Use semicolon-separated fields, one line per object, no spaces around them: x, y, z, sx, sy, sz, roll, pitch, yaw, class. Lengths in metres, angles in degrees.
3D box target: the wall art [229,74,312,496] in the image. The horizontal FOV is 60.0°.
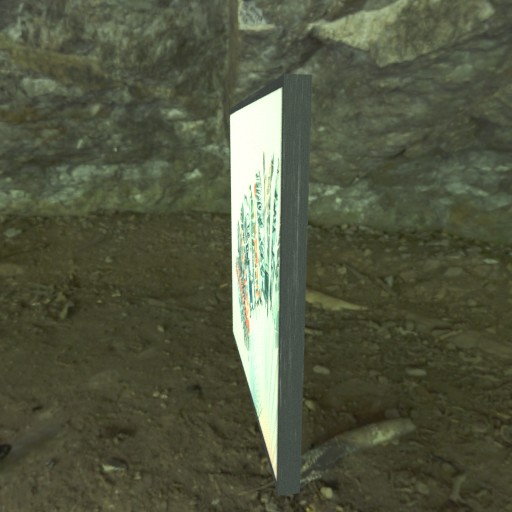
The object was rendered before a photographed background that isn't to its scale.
0.000;0.000;1.126;0.043;0.758;0.762;-2;15;-9;wall art
